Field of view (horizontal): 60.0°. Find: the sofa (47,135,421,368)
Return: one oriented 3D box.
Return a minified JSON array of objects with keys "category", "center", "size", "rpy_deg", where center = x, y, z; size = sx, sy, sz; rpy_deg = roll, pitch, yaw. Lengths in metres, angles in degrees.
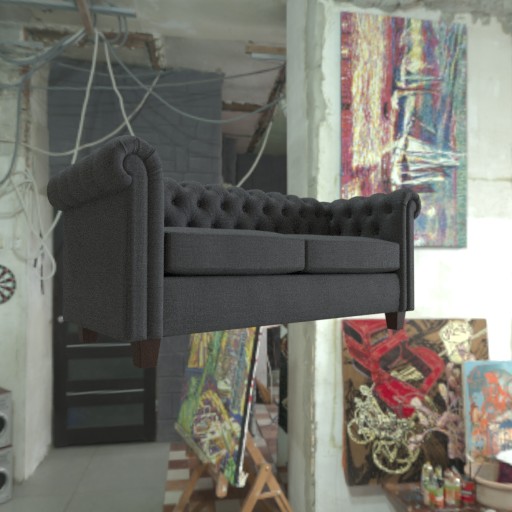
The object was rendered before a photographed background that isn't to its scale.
[{"category":"sofa","center":[0.000,0.000,2.241],"size":[1.798,0.797,0.783],"rpy_deg":[1,-2,-38]}]
